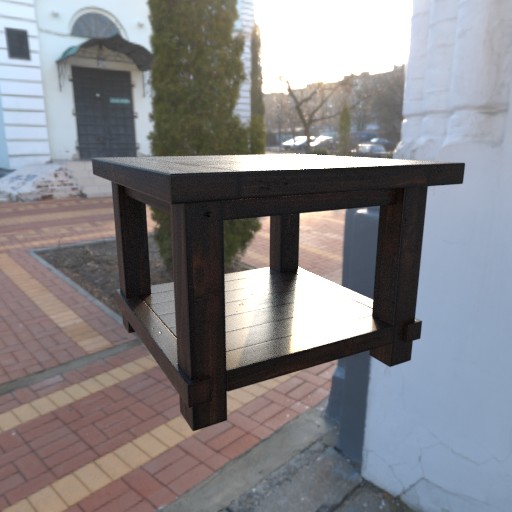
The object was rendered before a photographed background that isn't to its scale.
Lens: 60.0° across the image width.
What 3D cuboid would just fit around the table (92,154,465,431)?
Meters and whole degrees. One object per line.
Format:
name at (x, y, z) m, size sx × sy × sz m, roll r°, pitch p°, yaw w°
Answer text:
table at (0.000, 0.000, 1.030) m, size 0.593 × 0.437 × 0.606 m, roll -8°, pitch 17°, yaw -28°
